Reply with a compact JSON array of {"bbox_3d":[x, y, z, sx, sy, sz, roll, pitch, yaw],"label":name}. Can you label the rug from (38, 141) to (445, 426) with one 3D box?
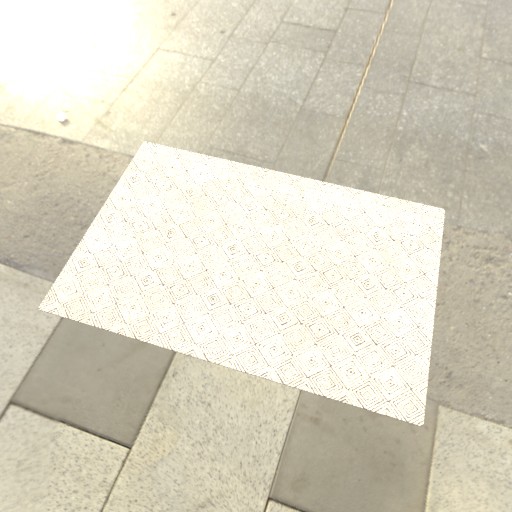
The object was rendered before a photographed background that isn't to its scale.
[{"bbox_3d":[0.000,0.000,2.245,1.783,0.008,1.175,15,59,9],"label":"rug"}]
